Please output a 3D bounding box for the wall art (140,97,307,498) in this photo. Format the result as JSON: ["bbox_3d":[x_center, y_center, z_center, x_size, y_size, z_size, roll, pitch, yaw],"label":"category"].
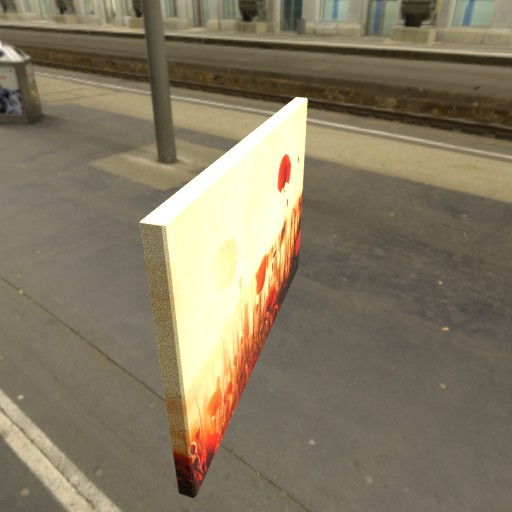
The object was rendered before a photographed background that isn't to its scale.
[{"bbox_3d":[0.000,0.000,1.113,0.038,0.602,0.918,9,31,15],"label":"wall art"}]
